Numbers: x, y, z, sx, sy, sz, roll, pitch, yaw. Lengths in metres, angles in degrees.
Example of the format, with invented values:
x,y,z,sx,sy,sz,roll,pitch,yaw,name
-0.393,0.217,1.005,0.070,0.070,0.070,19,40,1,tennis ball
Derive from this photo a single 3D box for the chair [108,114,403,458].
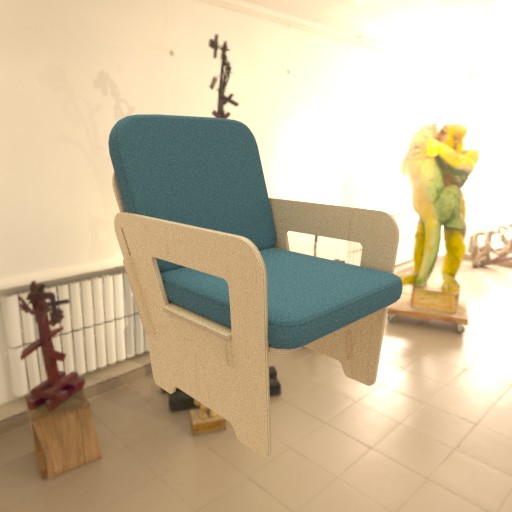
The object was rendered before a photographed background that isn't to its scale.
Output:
x,y,z,sx,sy,sz,roll,pitch,yaw,name
0.000,0.000,1.198,0.547,0.747,0.657,-13,19,-43,chair
